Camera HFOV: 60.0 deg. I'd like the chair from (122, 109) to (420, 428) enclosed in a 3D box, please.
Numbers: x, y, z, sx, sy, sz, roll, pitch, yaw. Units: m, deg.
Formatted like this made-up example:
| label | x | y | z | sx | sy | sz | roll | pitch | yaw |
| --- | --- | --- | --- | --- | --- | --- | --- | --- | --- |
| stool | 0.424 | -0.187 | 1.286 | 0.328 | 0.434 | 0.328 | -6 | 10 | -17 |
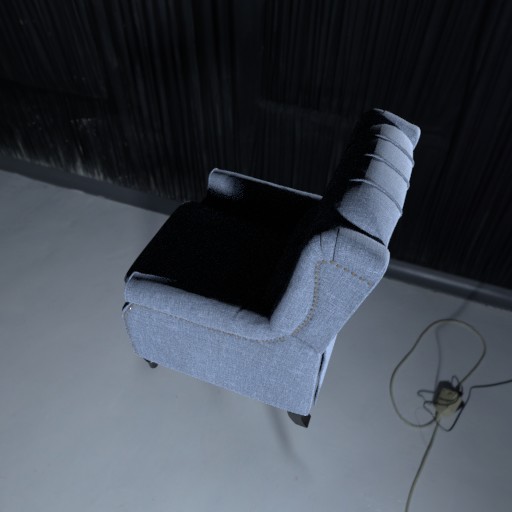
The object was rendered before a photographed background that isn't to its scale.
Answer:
| label | x | y | z | sx | sy | sz | roll | pitch | yaw |
| --- | --- | --- | --- | --- | --- | --- | --- | --- | --- |
| chair | 0.000 | 0.000 | 1.643 | 0.898 | 1.035 | 0.742 | 16 | 48 | 14 |
